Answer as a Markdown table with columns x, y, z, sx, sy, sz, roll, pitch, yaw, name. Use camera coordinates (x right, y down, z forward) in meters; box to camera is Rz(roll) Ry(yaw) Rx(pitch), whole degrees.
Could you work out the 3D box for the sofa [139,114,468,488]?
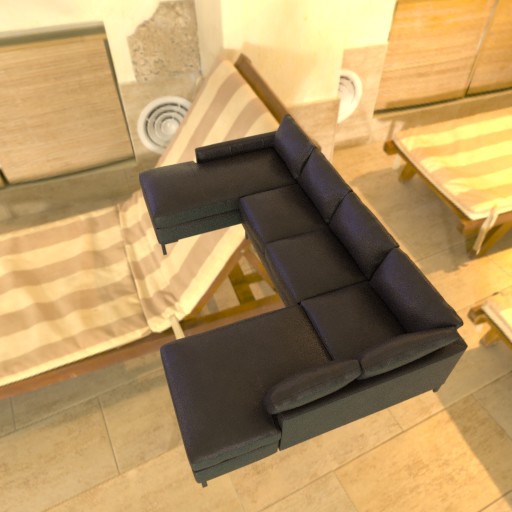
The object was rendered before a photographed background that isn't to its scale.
| x | y | z | sx | sy | sz | roll | pitch | yaw | name |
| --- | --- | --- | --- | --- | --- | --- | --- | --- | --- |
| 0.000 | 0.000 | 3.765 | 1.939 | 0.900 | 2.956 | -16 | 49 | -14 | sofa |
